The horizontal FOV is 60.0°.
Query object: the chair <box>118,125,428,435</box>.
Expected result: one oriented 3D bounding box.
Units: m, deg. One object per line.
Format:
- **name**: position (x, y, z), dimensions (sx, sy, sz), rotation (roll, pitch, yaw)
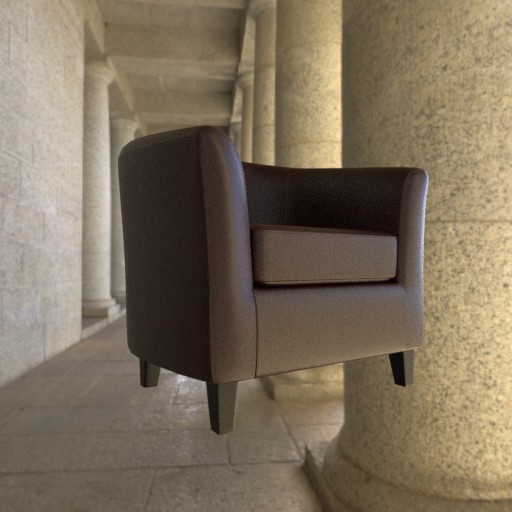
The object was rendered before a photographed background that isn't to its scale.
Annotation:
- **chair**: position (0.000, 0.000, 1.381), dimensions (0.792, 0.756, 0.727), rotation (1, -1, -35)
